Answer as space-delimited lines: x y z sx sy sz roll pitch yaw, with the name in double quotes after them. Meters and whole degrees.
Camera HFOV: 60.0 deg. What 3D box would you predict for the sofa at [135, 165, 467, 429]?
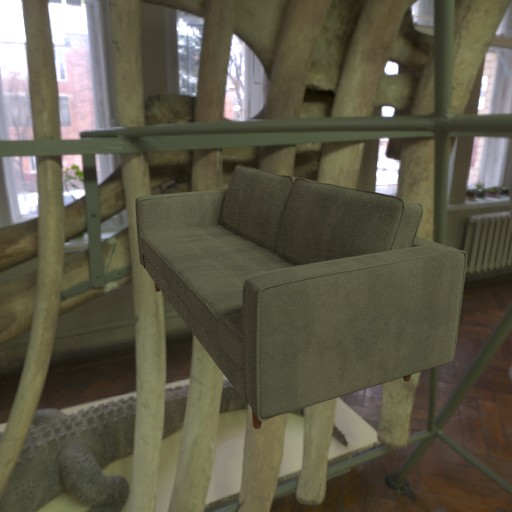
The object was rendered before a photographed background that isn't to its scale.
0.000 0.000 2.378 0.924 0.825 1.920 -8 18 -24 "sofa"
